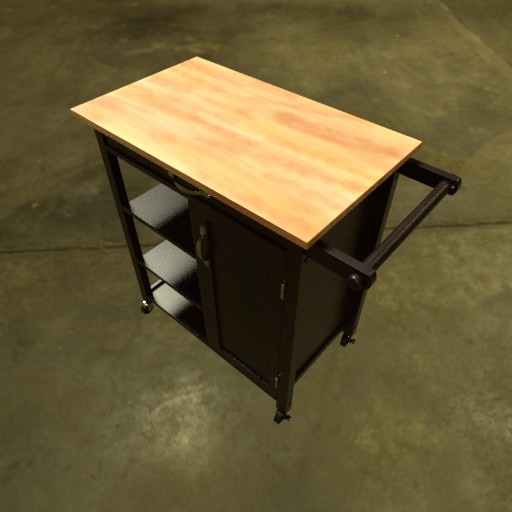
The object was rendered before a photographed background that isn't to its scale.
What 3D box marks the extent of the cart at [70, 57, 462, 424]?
[{"bbox_3d":[0.000,0.000,1.417,0.914,0.878,0.472,32,54,27],"label":"cart"}]
